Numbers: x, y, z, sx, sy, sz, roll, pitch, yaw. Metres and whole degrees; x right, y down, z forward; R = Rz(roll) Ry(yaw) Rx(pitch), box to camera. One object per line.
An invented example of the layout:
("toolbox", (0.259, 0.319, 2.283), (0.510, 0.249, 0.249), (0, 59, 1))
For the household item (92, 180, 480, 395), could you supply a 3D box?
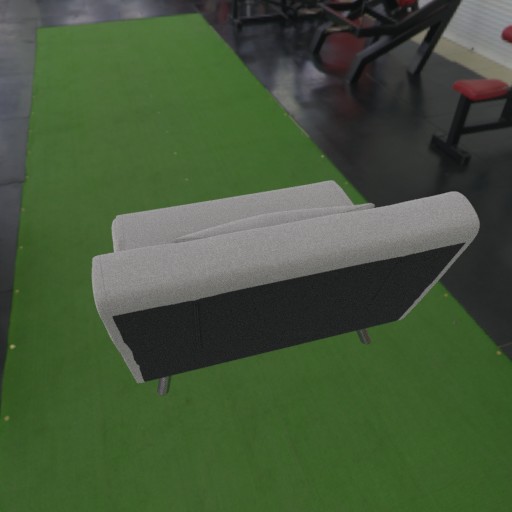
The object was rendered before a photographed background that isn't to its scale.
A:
("household item", (0.000, 0.000, 1.600), (1.000, 0.800, 0.874), (-11, 43, -12))
